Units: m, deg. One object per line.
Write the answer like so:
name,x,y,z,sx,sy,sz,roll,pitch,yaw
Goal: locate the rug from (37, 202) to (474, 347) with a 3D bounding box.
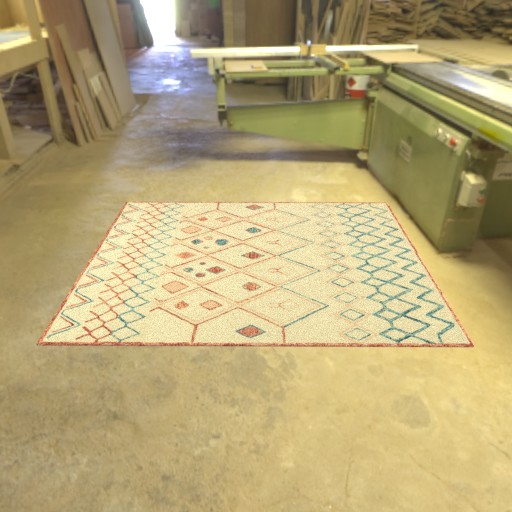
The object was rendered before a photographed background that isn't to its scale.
rug,0.000,0.000,4.126,3.050,0.016,2.441,0,31,0
